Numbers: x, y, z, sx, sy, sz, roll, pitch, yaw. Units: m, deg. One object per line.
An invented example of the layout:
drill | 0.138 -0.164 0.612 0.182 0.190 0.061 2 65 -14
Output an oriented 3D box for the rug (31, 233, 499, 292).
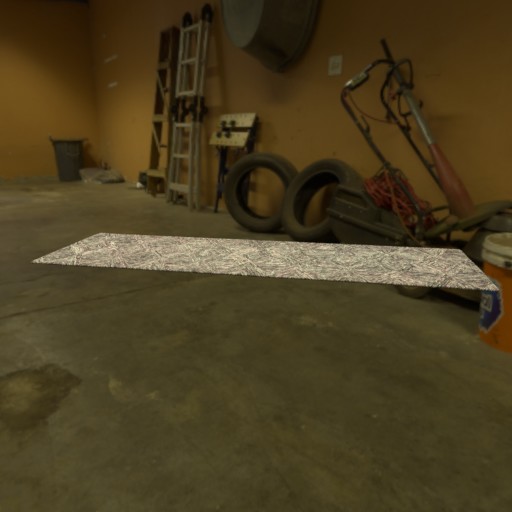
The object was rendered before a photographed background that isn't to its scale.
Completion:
rug | 0.000 0.000 2.471 2.305 0.013 0.719 3 16 10
